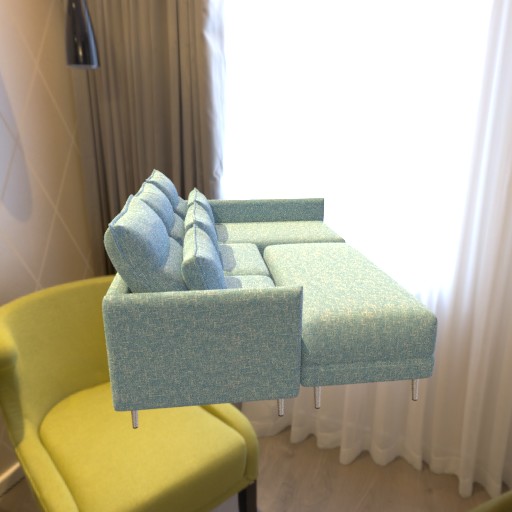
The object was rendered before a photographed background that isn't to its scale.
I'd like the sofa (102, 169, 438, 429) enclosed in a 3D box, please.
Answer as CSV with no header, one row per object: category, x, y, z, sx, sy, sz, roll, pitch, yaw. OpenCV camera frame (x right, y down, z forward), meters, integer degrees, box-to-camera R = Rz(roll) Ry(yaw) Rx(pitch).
sofa,0.000,0.000,2.731,1.420,0.899,2.034,-2,17,-7
